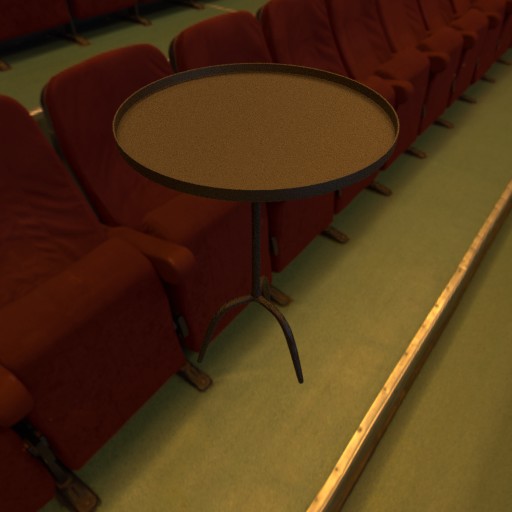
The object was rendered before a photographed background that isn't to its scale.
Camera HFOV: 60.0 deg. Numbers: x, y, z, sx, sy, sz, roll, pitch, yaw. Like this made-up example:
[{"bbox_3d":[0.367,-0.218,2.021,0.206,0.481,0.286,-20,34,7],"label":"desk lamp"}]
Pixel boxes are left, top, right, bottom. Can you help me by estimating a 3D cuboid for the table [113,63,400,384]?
[{"bbox_3d":[0.000,0.000,1.032,0.502,0.700,0.502,27,49,26],"label":"table"}]
